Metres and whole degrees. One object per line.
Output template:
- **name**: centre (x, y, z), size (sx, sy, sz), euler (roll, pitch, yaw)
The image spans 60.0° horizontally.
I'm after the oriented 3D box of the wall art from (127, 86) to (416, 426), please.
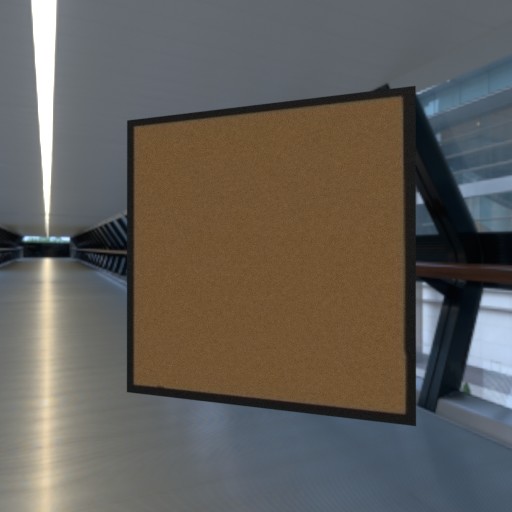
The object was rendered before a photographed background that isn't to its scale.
- **wall art**: centre (0.000, 0.000, 1.214), size (0.823, 0.823, 0.013), euler (0, 0, 19)
